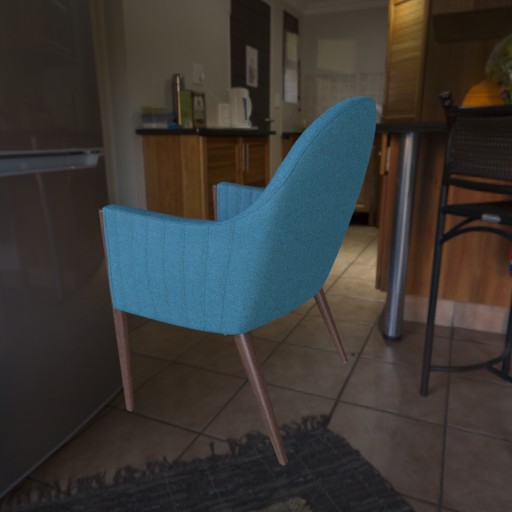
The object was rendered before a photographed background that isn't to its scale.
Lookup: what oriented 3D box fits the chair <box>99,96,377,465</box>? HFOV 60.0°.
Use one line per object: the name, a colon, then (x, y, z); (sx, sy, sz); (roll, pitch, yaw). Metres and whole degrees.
chair: (0.000, 0.000, 1.364); (0.652, 0.907, 0.656); (8, 18, 25)
